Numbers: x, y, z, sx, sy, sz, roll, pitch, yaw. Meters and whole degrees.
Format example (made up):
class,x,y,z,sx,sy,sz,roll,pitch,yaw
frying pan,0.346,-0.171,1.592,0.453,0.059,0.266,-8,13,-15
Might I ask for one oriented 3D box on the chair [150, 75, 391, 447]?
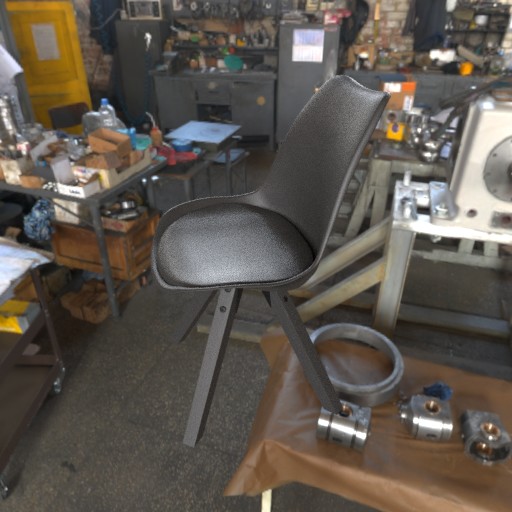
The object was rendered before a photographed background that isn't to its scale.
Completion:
class,x,y,z,sx,sy,sz,roll,pitch,yaw
chair,0.000,0.000,1.183,0.550,0.850,0.485,-8,32,-13
